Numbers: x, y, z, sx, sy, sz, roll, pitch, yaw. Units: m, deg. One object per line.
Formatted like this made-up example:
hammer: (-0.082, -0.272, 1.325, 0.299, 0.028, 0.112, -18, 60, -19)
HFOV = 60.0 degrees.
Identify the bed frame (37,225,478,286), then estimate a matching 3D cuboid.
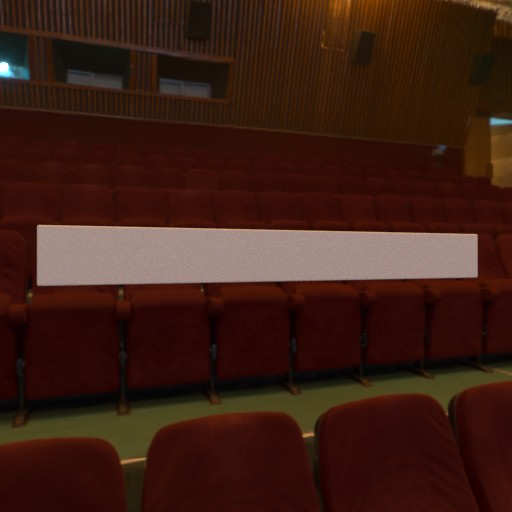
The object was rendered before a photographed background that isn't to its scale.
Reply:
bed frame: (0.000, 0.000, 1.551, 1.300, 0.141, 0.670, 0, 0, -19)
